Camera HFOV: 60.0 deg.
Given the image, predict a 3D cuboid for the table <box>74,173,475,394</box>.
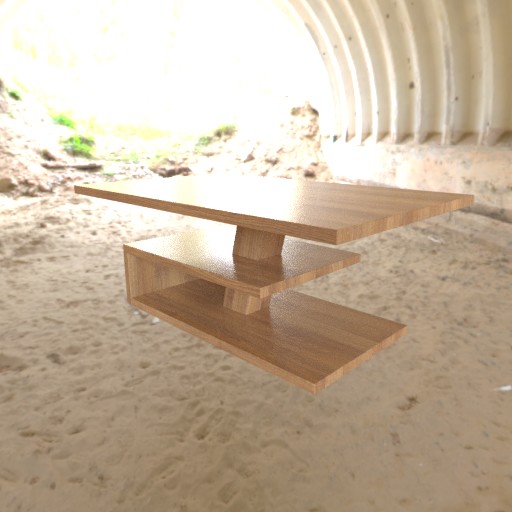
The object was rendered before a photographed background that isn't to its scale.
[{"bbox_3d":[0.000,0.000,1.480,1.100,0.442,0.700,14,21,42],"label":"table"}]
